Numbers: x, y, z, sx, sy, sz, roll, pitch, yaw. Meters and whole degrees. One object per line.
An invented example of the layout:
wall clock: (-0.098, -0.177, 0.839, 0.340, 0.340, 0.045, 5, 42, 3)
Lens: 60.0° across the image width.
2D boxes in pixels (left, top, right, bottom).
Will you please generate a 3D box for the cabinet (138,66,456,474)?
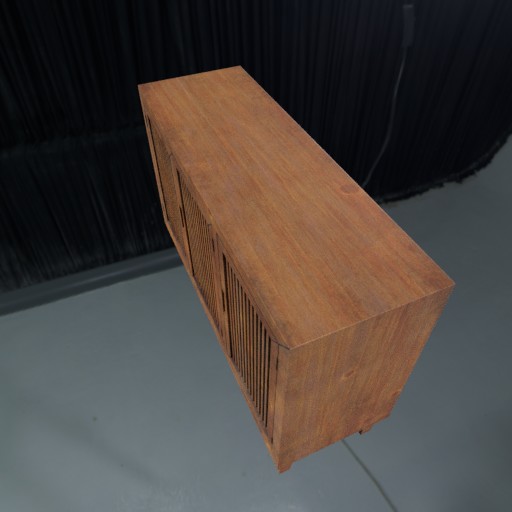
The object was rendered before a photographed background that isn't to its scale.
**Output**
cabinet: (0.000, 0.000, 1.566, 0.403, 0.805, 1.204, -18, 49, -16)
